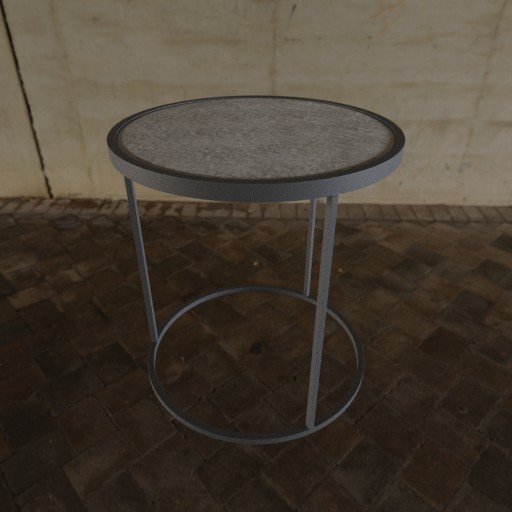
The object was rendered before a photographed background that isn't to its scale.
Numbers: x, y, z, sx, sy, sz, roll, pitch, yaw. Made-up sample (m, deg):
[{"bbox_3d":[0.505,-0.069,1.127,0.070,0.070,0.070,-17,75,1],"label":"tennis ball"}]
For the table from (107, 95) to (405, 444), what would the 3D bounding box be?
[{"bbox_3d":[0.000,0.000,0.856,0.470,0.498,0.470,0,32,0],"label":"table"}]
